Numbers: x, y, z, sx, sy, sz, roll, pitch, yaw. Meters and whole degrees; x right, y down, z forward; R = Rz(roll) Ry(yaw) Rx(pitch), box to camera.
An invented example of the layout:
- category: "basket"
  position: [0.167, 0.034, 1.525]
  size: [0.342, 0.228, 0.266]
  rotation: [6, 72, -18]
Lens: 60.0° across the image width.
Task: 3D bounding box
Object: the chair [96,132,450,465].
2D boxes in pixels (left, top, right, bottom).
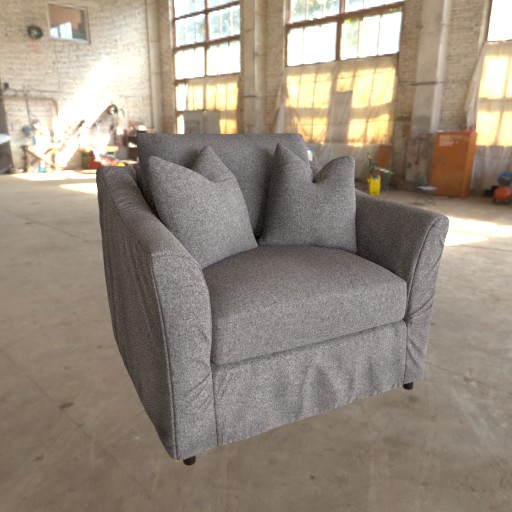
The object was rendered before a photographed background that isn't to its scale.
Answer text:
- category: "chair"
  position: [0.000, 0.000, 1.980]
  size: [1.194, 1.059, 1.071]
  rotation: [-8, 18, -26]
